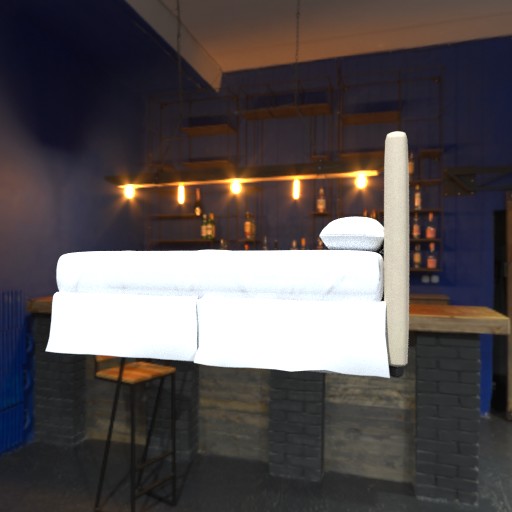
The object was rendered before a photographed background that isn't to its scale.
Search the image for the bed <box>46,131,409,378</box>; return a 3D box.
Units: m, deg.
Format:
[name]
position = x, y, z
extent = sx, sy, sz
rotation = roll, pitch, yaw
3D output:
[bed]
position = 0.000, 0.000, 3.576
extent = 2.319, 1.317, 2.119
rotation = 0, 0, 18
